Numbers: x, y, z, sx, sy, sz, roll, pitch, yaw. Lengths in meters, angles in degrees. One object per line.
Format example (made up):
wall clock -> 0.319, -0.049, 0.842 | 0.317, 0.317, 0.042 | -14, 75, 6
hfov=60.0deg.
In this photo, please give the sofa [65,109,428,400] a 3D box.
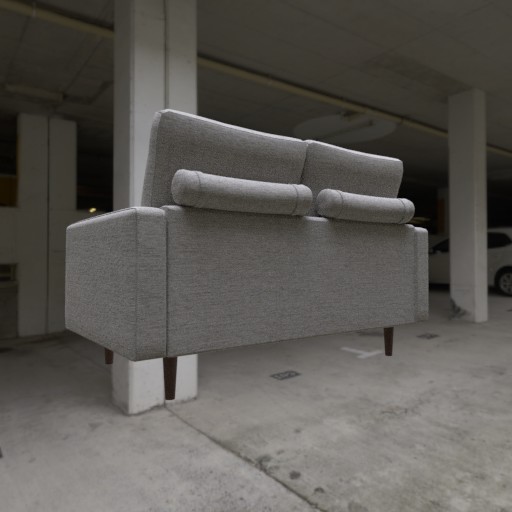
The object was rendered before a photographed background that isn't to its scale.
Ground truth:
sofa -> 0.000, 0.000, 1.938 | 1.407, 0.907, 0.842 | 0, -1, -36
